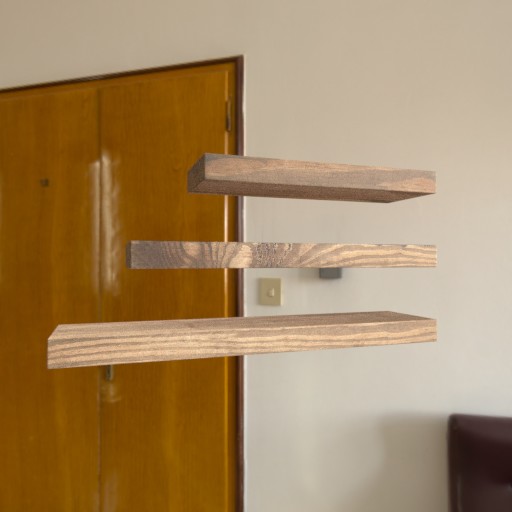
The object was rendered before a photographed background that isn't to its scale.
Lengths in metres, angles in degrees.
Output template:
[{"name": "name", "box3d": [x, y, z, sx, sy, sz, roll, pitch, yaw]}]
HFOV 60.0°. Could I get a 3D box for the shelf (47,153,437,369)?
[{"name": "shelf", "box3d": [0.000, 0.000, 0.730, 0.610, 0.293, 0.140, 0, -1, -19]}]
